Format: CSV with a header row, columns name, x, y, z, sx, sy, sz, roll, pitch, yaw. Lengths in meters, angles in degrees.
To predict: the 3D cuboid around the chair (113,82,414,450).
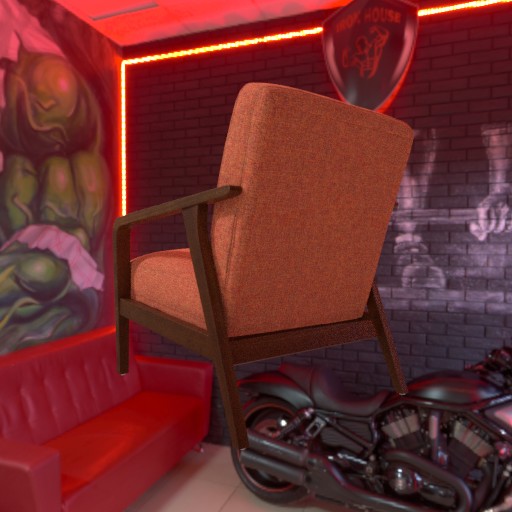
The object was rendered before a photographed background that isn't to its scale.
name,x,y,z,sx,sy,sz,roll,pitch,yaw
chair,0.000,0.000,1.519,0.719,0.890,0.860,-1,2,-37
